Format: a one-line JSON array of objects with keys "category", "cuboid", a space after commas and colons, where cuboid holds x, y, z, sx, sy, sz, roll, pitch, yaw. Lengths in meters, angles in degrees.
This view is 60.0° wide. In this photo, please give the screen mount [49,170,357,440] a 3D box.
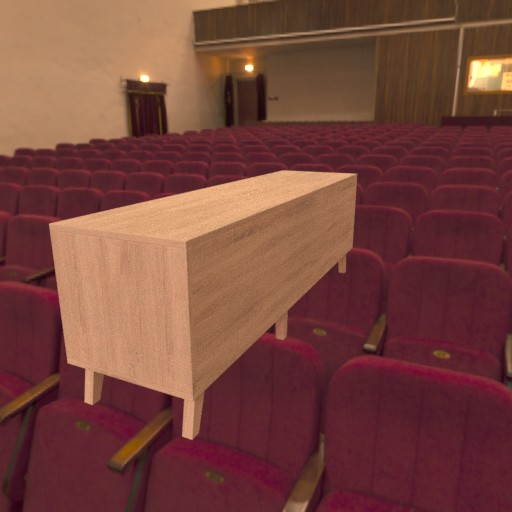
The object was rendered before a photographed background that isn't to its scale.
[{"category": "screen mount", "cuboid": [0.000, 0.000, 1.718, 0.400, 0.510, 1.500, 8, 18, 25]}]
